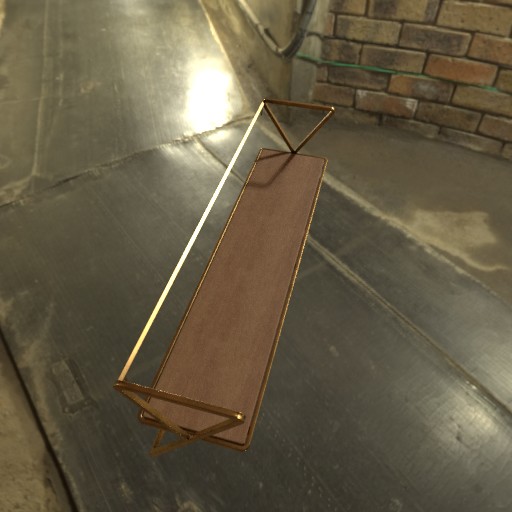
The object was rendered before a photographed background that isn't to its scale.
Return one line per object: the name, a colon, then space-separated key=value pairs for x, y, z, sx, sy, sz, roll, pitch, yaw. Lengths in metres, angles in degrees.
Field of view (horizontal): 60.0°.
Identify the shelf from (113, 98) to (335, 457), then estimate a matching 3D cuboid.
shelf: x=0.000 y=0.000 z=0.759 sx=0.150 sy=0.229 sz=0.645 roll=11 pitch=49 yaw=10
